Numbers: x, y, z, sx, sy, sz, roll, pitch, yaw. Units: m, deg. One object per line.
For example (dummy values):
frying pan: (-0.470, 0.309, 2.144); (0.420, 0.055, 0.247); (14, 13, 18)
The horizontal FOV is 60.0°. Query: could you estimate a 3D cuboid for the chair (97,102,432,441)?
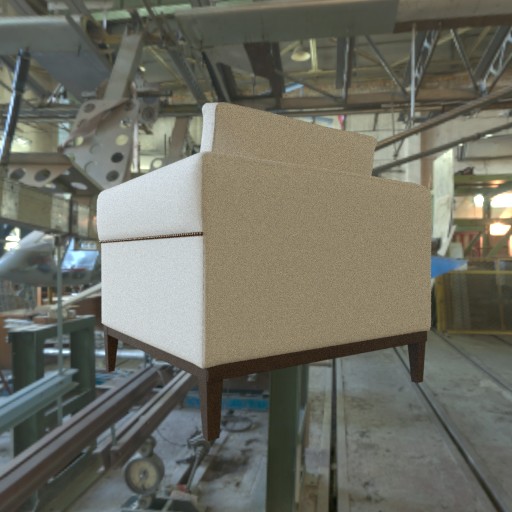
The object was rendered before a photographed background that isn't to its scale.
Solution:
chair: (0.000, 0.000, 1.700); (0.982, 0.915, 0.896); (0, 0, -35)
